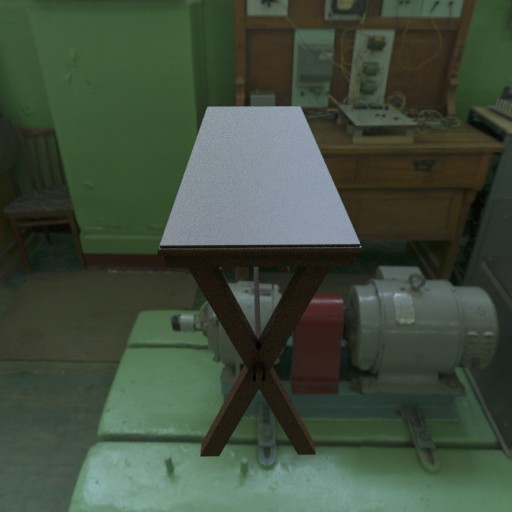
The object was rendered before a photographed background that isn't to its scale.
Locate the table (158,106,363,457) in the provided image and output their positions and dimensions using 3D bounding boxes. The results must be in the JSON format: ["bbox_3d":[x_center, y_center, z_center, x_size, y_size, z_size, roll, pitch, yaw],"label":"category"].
[{"bbox_3d":[0.000,0.000,1.567,0.399,0.763,1.197,0,31,-1],"label":"table"}]
